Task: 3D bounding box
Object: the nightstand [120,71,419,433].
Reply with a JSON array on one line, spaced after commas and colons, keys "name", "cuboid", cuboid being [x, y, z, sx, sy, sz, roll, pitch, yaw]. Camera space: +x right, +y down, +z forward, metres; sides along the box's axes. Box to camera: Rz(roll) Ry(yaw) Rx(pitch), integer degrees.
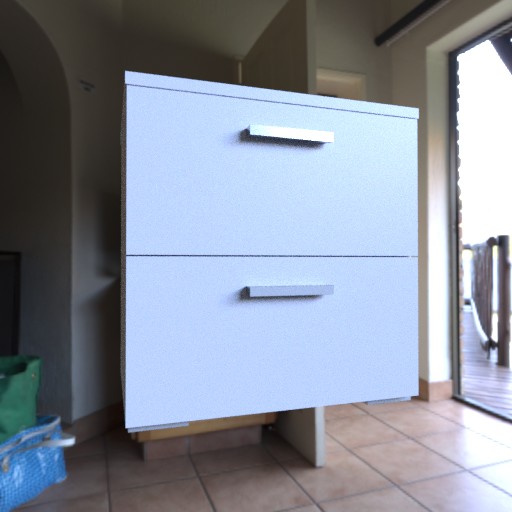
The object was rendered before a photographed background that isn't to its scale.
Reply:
[{"name": "nightstand", "cuboid": [0.000, 0.000, 0.761, 0.441, 0.460, 0.325, 0, -1, -18]}]
